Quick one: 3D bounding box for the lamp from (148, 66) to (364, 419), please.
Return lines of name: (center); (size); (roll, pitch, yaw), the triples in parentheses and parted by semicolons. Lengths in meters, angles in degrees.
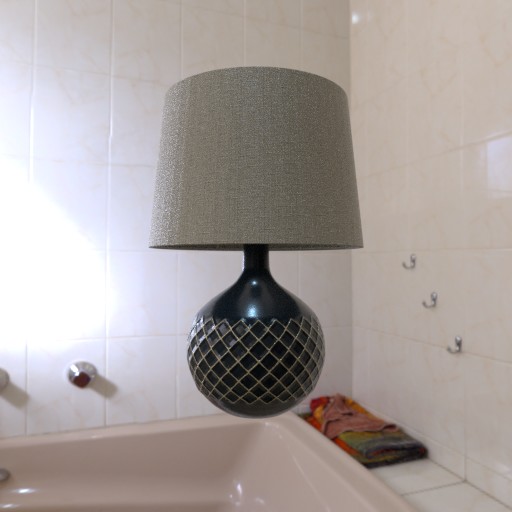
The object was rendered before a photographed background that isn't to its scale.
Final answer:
lamp: (0.000, 0.000, 0.795); (0.376, 0.540, 0.376); (0, -1, 0)
